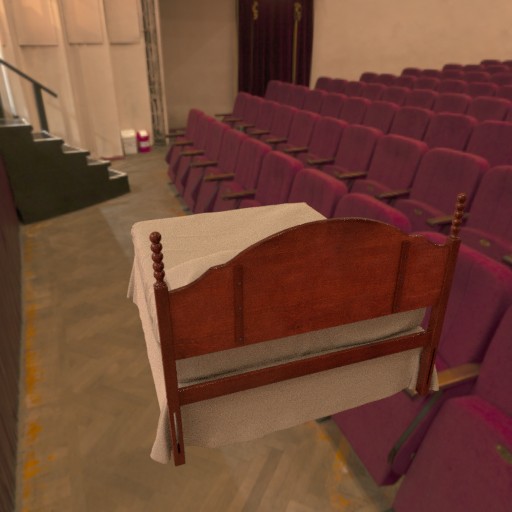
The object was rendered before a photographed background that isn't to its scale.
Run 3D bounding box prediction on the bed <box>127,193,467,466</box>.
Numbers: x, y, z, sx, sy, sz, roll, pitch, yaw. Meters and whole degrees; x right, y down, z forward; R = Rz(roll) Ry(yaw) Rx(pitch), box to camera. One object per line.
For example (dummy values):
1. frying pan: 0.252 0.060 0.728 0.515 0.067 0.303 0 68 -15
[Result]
1. bed: 0.000 0.000 3.211 1.873 1.356 2.040 -9 27 -17
